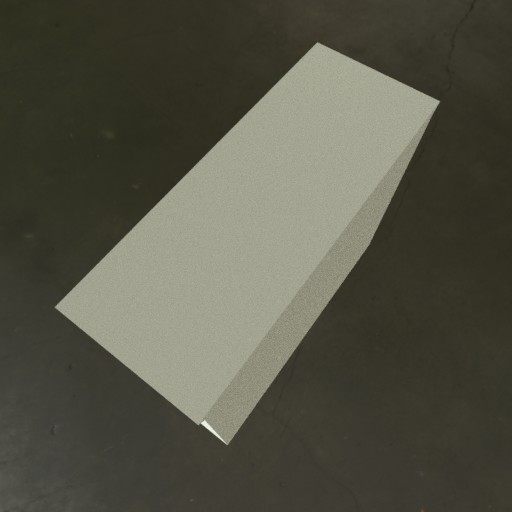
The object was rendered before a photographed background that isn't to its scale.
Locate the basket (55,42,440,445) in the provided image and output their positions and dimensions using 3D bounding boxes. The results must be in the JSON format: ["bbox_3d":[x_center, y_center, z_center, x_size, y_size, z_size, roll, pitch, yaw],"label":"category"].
[{"bbox_3d":[0.000,0.000,1.118,0.376,0.625,0.792,33,68,15],"label":"basket"}]
